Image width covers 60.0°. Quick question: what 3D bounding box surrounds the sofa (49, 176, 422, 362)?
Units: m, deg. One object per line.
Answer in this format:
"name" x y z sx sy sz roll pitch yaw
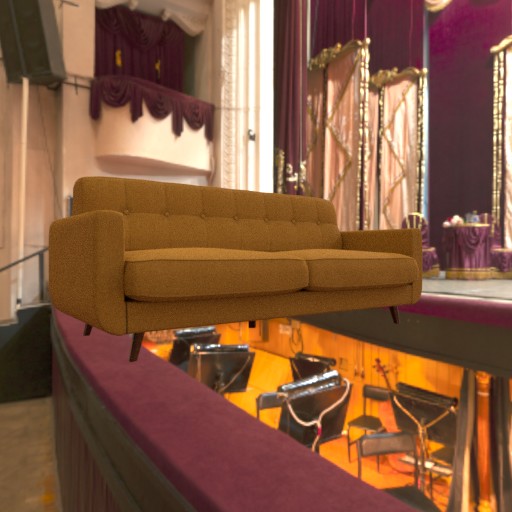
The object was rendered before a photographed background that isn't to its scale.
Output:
"sofa" 0.000 0.000 2.538 2.029 0.841 0.909 0 0 -35
